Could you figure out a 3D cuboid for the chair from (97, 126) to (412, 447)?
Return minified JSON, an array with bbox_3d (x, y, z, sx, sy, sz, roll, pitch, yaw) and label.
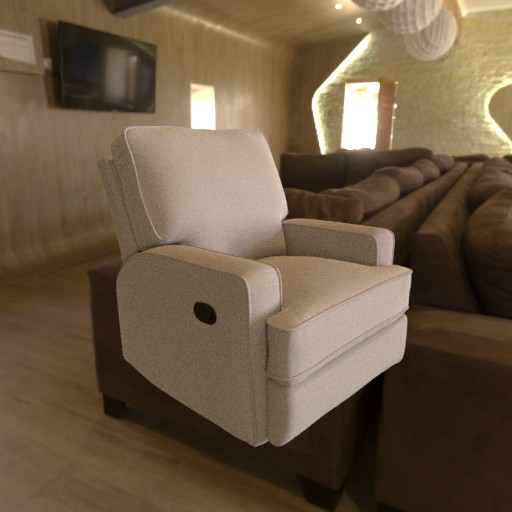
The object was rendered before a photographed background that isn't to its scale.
[{"bbox_3d":[0.000,0.000,1.705,0.969,0.964,0.861,14,21,42],"label":"chair"}]
